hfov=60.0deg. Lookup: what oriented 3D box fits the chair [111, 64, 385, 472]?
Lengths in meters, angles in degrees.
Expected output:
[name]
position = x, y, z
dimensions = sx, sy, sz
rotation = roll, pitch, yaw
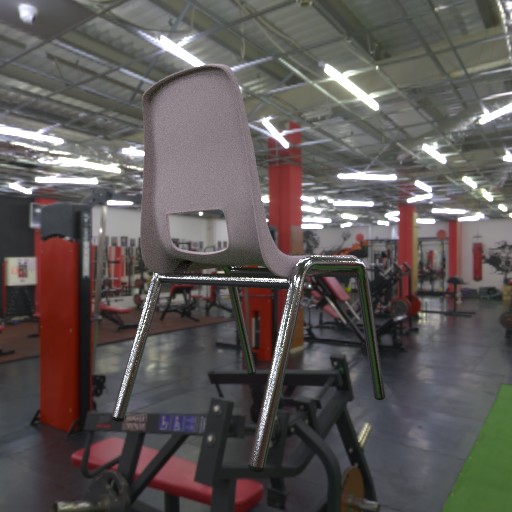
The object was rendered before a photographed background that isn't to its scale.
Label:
[chair]
position = 0.000, 0.000, 0.852
dimensions = 0.354, 0.586, 0.423
rotation = 0, -1, 37
